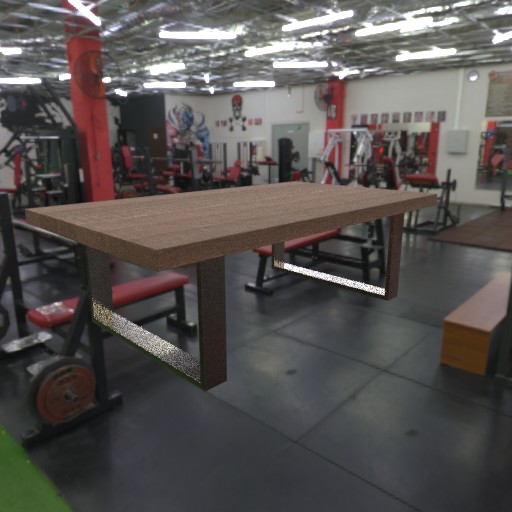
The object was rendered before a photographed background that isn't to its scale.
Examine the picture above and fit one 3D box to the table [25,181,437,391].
[{"bbox_3d":[0.000,0.000,1.752,1.400,0.440,0.800,-14,21,-43],"label":"table"}]
